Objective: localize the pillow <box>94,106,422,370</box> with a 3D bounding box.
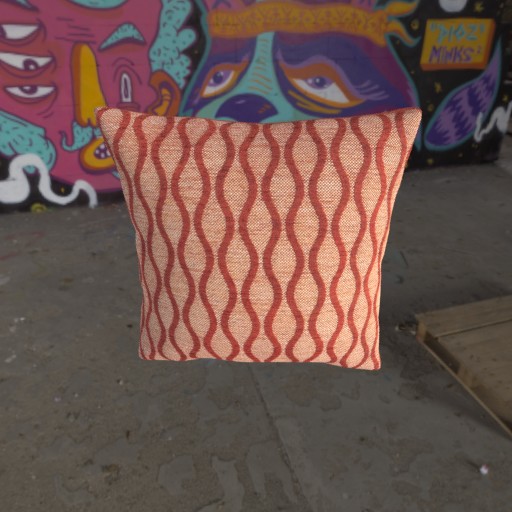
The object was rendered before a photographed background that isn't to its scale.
[{"bbox_3d":[0.000,0.000,0.669,0.429,0.434,0.159,1,29,2],"label":"pillow"}]
